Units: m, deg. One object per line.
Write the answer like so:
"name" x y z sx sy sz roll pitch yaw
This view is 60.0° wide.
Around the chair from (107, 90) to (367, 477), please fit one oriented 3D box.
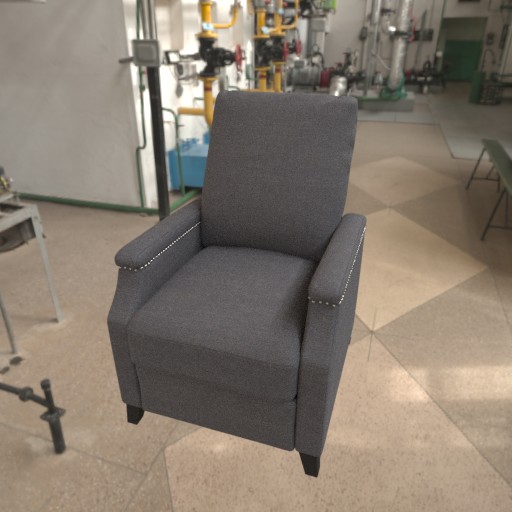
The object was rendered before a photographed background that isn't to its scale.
"chair" 0.000 0.000 1.598 0.710 1.049 0.922 9 28 17
